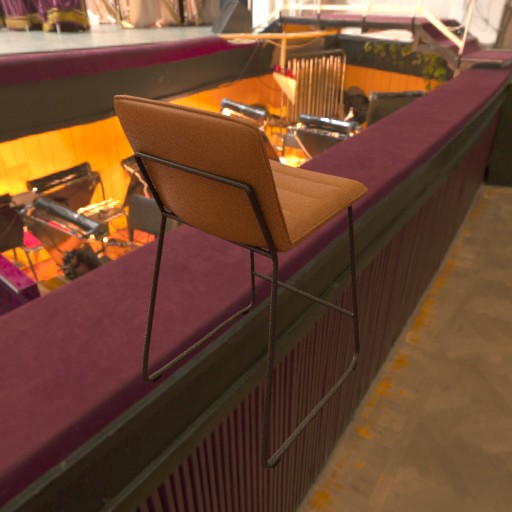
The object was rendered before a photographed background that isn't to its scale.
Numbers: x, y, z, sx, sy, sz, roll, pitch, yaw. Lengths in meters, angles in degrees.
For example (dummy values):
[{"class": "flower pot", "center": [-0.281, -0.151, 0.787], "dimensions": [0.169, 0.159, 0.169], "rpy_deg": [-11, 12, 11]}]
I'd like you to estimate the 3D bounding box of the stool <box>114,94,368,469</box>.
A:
[{"class": "stool", "center": [0.000, 0.000, 1.195], "dimensions": [0.489, 0.866, 0.524], "rpy_deg": [22, 37, 33]}]
